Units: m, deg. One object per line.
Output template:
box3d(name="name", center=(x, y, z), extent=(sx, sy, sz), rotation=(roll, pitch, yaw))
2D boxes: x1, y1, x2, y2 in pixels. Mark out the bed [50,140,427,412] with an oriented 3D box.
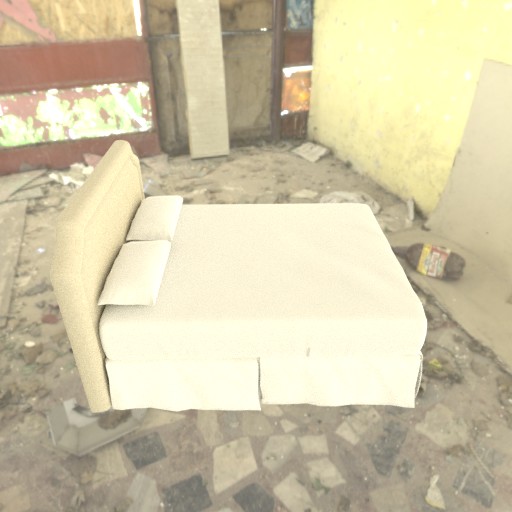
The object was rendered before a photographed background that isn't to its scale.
box3d(name="bed", center=(0.000, 0.000, 3.163), extent=(2.116, 1.290, 1.693), rotation=(-1, 33, -1))
